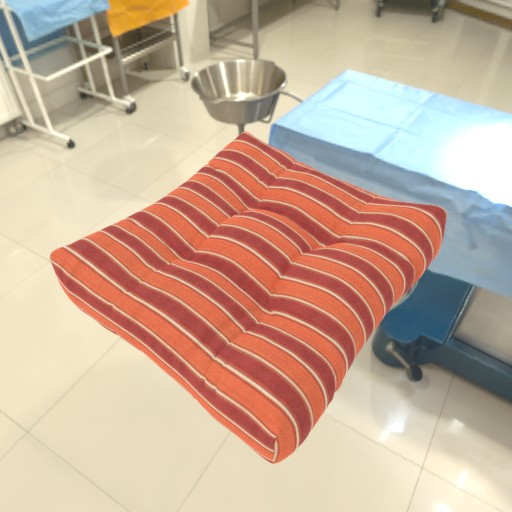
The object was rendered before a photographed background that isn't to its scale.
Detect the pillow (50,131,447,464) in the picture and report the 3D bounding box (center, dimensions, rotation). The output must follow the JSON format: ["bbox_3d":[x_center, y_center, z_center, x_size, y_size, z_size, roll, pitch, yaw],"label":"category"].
[{"bbox_3d":[0.000,0.000,0.739,0.468,0.133,0.490,30,52,26],"label":"pillow"}]
